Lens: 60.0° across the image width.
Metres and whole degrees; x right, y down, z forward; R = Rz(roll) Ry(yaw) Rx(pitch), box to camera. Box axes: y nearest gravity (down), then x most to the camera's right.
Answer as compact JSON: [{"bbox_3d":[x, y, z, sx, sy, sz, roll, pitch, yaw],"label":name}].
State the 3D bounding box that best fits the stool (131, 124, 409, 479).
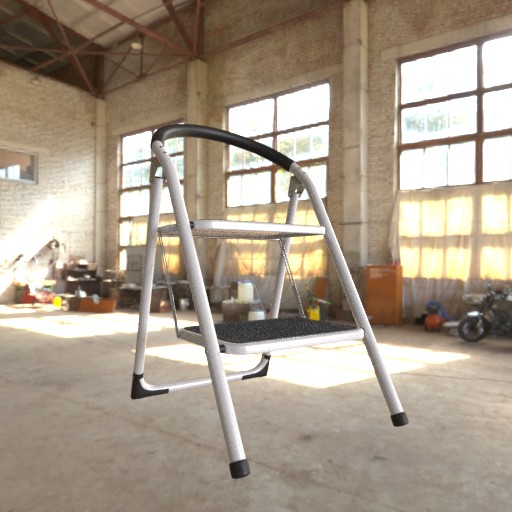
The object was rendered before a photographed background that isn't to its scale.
[{"bbox_3d":[0.000,0.000,1.083,0.453,0.760,0.559,0,-1,-34],"label":"stool"}]
